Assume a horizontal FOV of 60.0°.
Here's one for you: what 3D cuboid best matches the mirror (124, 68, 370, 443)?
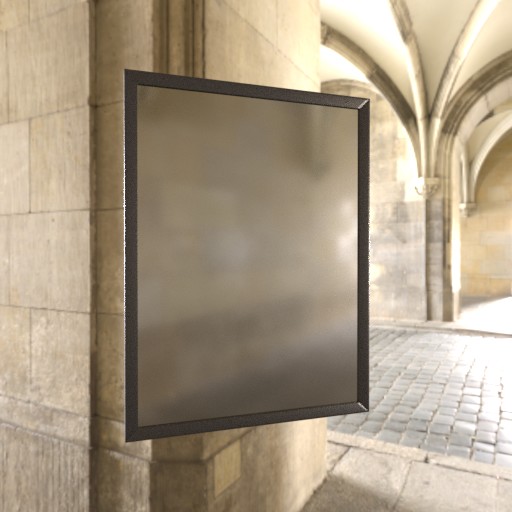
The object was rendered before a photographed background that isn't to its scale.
[{"bbox_3d":[0.000,0.000,1.339,0.762,1.016,0.040,0,1,-18],"label":"mirror"}]
